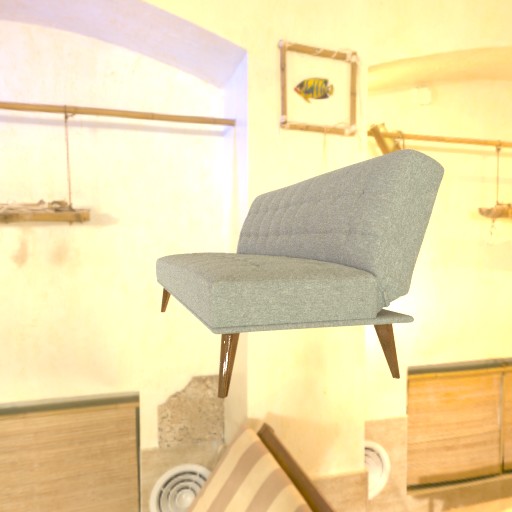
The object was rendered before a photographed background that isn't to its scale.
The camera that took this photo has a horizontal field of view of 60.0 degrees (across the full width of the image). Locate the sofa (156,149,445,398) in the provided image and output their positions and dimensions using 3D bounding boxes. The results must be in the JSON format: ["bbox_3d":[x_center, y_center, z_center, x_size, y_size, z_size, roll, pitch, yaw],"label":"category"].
[{"bbox_3d":[0.000,0.000,2.295,0.860,0.810,1.800,-1,2,-18],"label":"sofa"}]
